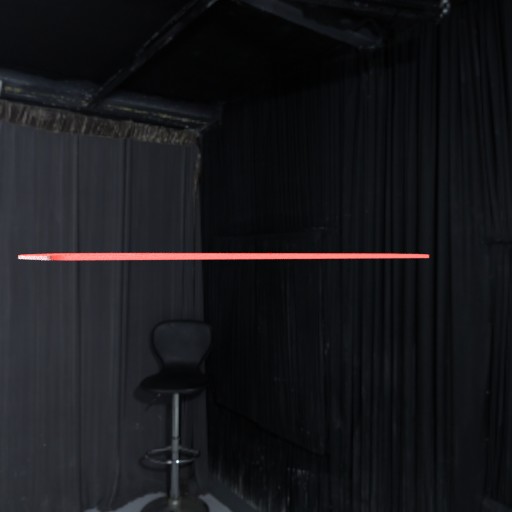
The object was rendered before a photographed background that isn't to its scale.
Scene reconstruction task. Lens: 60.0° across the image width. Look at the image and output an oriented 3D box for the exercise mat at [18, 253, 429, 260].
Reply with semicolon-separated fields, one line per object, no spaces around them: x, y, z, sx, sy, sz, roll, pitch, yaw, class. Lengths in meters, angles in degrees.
0.000;0.000;2.030;1.869;0.021;0.616;0;0;-36;exercise mat
